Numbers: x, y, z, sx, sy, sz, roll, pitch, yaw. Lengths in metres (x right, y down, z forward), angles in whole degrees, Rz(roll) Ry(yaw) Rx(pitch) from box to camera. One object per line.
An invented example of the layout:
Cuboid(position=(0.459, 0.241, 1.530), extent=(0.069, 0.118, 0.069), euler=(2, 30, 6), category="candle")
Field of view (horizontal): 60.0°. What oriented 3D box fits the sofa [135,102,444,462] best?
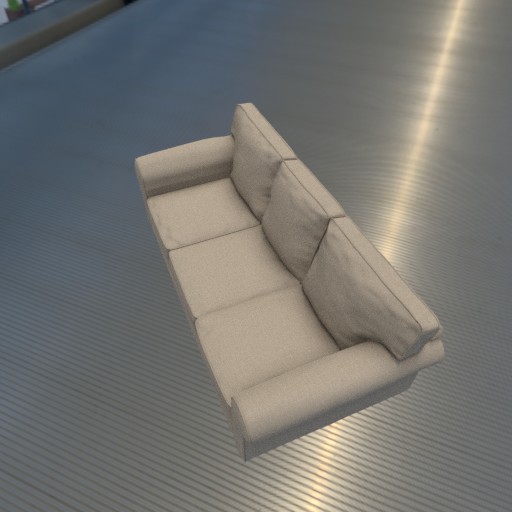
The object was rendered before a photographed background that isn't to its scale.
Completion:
Cuboid(position=(0.000, 0.000, 2.649), extent=(0.998, 0.889, 2.118), euler=(-17, 49, -16), category="sofa")
